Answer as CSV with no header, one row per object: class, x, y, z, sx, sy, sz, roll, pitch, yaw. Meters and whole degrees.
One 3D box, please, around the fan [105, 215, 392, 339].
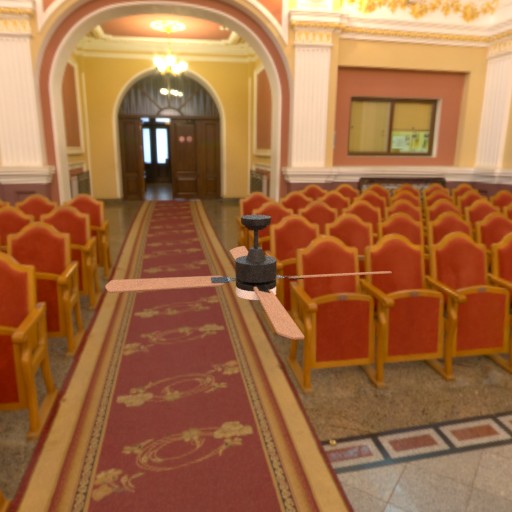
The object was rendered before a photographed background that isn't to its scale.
fan,0.000,0.000,2.001,1.320,0.355,1.320,-2,14,-10
